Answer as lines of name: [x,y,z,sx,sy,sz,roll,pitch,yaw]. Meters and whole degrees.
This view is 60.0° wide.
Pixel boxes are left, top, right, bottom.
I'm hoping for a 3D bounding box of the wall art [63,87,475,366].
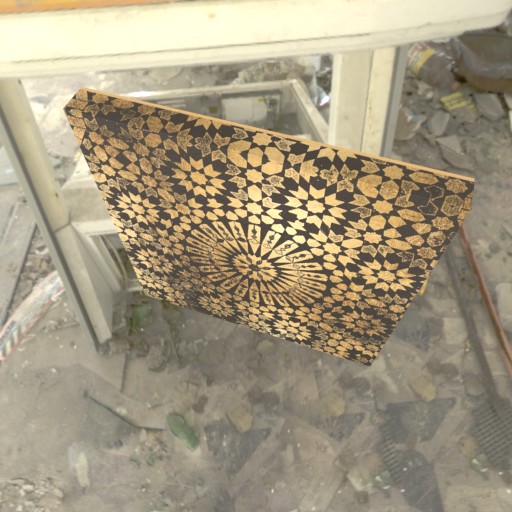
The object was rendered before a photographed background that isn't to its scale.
wall art: [0.000,0.000,0.596,0.405,0.405,0.038,16,58,10]
